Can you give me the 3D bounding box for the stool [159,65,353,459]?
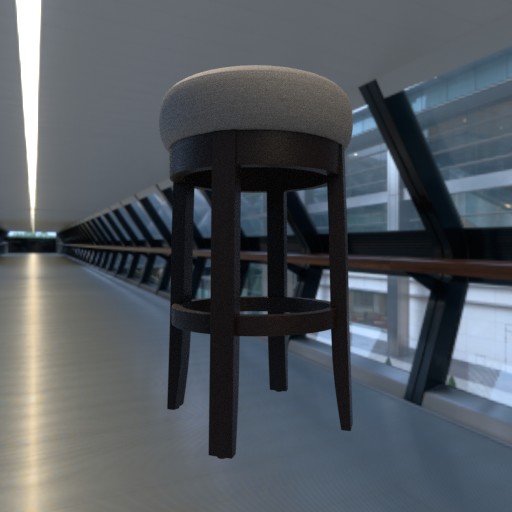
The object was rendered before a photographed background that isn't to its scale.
[{"bbox_3d":[0.000,0.000,1.037,0.443,0.757,0.443,0,0,0],"label":"stool"}]
